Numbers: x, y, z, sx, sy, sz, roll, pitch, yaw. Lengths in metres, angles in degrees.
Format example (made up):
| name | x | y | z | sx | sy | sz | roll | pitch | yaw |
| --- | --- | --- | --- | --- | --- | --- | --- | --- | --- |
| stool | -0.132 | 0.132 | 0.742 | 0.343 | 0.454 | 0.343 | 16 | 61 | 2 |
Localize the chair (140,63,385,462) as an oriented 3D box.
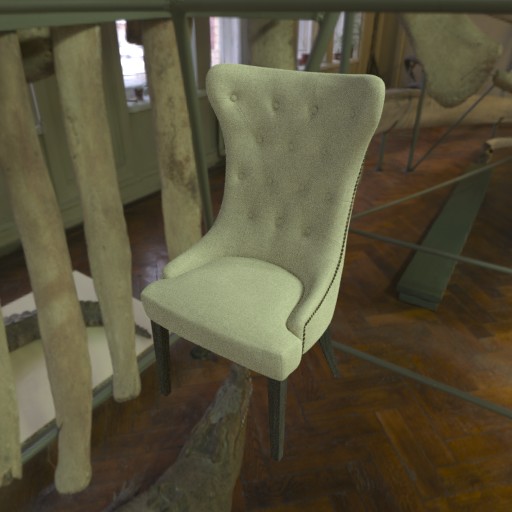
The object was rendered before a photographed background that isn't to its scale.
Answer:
| name | x | y | z | sx | sy | sz | roll | pitch | yaw |
| --- | --- | --- | --- | --- | --- | --- | --- | --- | --- |
| chair | 0.000 | 0.000 | 1.407 | 0.584 | 1.065 | 0.590 | 18 | 34 | 29 |
